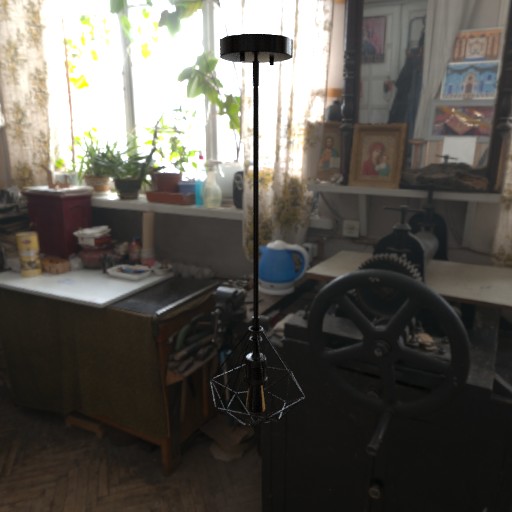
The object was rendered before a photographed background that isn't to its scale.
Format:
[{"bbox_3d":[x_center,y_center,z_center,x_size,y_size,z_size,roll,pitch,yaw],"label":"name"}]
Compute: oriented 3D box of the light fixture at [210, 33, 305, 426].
[{"bbox_3d":[0.000,0.000,1.990,0.431,1.764,0.487,-3,16,-11],"label":"light fixture"}]
